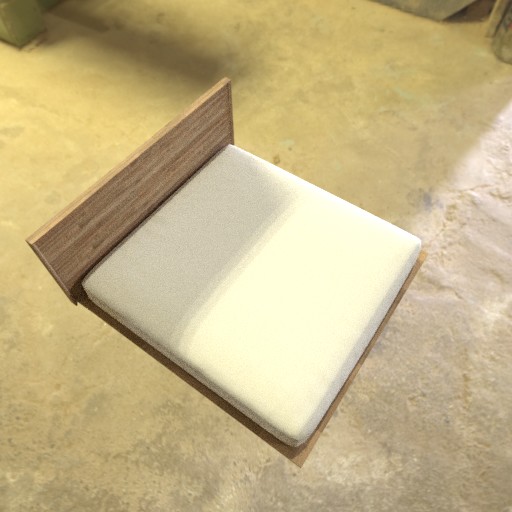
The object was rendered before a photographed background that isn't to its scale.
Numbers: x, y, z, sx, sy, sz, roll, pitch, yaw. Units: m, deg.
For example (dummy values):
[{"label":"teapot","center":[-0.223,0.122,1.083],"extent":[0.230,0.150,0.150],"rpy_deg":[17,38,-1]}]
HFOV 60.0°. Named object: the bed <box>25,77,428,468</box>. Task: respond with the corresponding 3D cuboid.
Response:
[{"label":"bed","center":[0.000,0.000,3.447],"extent":[2.167,1.100,2.116],"rpy_deg":[31,61,19]}]
